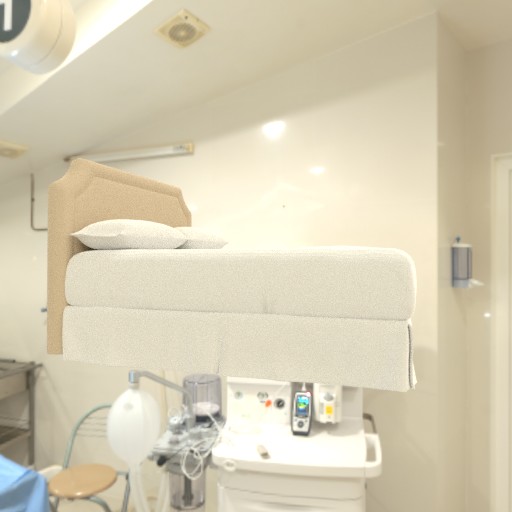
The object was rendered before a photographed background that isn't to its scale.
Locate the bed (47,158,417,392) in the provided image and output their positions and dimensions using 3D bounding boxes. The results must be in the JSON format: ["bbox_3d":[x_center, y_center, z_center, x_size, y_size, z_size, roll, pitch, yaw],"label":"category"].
[{"bbox_3d":[0.000,0.000,3.789,2.548,1.524,2.134,0,0,19],"label":"bed"}]
